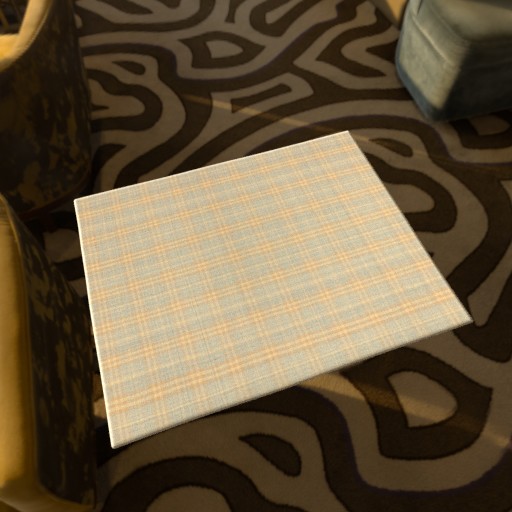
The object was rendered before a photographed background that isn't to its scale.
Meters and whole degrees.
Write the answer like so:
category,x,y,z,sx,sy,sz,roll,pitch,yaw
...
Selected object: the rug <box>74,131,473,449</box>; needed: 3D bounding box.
category,x,y,z,sx,sy,sz,roll,pitch,yaw
rug,0.000,0.000,4.107,3.066,0.030,2.462,-16,59,-10
